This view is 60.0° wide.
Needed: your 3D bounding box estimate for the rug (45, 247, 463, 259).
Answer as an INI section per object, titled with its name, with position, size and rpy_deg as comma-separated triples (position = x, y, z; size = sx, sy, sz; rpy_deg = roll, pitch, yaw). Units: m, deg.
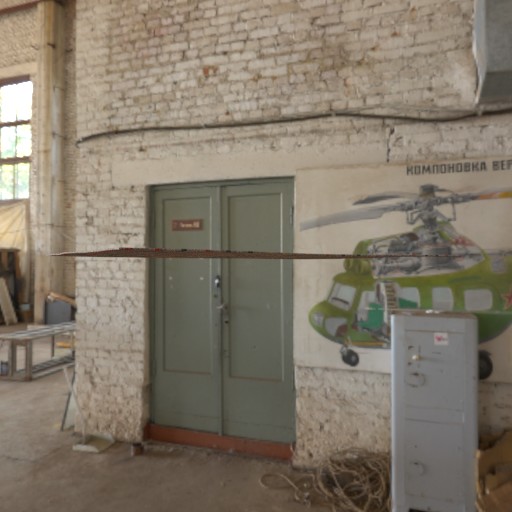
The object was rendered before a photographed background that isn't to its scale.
[rug]
position = 0.000, 0.000, 2.326
size = 1.835, 0.017, 1.220
rpy_deg = 1, -1, -35
